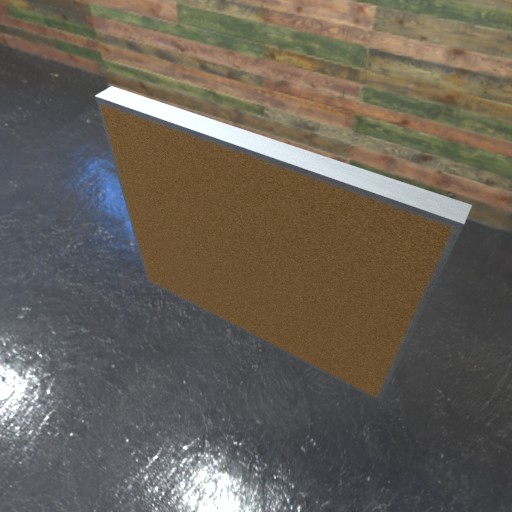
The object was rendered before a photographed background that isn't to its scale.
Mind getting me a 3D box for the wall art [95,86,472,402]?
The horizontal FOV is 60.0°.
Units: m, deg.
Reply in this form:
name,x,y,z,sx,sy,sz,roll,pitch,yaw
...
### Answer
name,x,y,z,sx,sy,sz,roll,pitch,yaw
wall art,0.000,0.000,0.761,0.557,0.450,0.037,24,52,20
